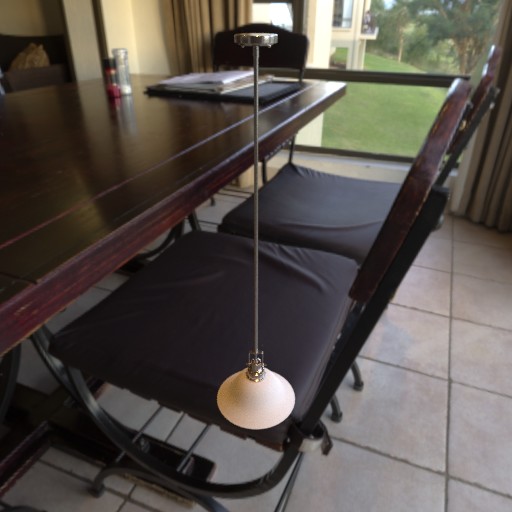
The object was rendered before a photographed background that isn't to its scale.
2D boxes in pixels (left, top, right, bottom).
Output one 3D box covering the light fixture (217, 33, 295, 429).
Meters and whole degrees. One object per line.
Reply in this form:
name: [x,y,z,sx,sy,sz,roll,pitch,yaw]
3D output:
light fixture: [0.000,0.000,1.512,0.324,1.354,0.324,2,30,3]
